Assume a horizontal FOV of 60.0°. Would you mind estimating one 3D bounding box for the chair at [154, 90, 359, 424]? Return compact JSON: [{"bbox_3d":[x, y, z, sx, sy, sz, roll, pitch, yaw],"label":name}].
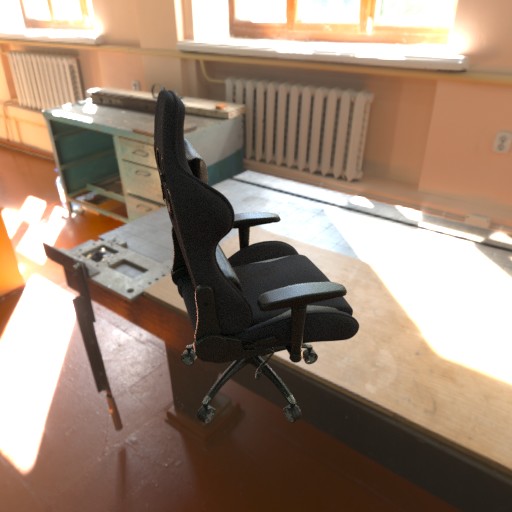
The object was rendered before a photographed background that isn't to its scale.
[{"bbox_3d":[0.000,0.000,1.800,0.695,1.300,0.730,-9,31,-16],"label":"chair"}]
